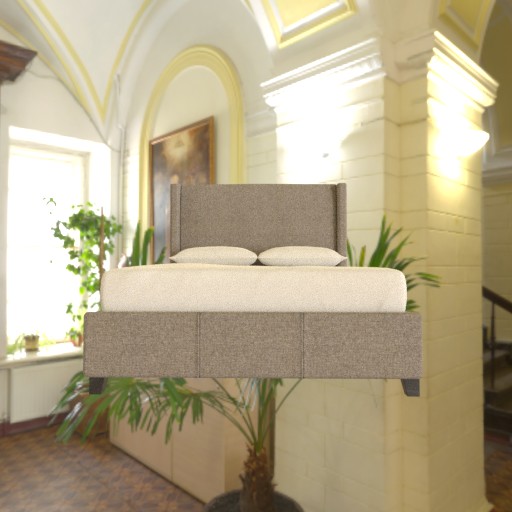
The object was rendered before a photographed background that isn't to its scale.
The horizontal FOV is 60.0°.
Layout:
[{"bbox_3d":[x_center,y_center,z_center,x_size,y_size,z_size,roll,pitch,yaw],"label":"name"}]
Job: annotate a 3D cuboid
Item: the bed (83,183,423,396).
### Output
[{"bbox_3d":[0.000,0.000,3.349,1.714,1.481,2.245,0,-1,1],"label":"bed"}]
